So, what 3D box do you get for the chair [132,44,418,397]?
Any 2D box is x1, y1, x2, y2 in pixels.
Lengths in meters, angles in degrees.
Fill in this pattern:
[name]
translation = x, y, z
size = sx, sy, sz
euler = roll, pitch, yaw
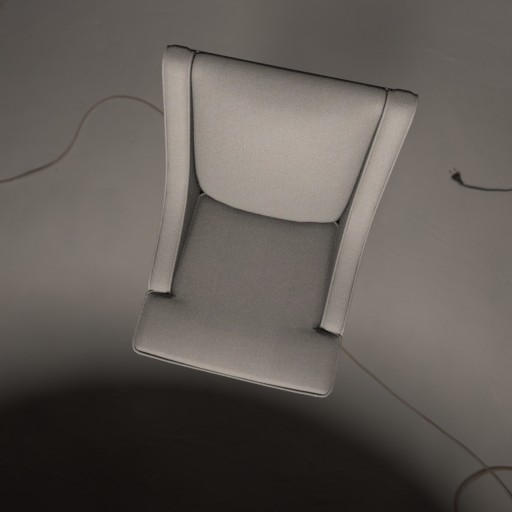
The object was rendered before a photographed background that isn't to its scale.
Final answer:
[chair]
translation = 0.000, 0.000, 1.381
size = 0.631, 0.867, 0.747
euler = 13, 75, 3
